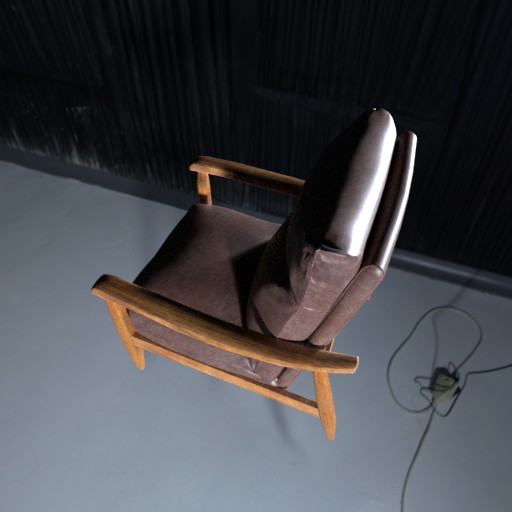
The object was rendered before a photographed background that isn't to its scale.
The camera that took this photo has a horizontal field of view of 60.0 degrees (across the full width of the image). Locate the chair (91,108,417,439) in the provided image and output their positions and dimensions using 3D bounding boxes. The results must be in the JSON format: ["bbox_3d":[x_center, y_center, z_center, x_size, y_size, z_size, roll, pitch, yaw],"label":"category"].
[{"bbox_3d":[0.000,0.000,1.511,0.830,0.897,0.782,16,49,14],"label":"chair"}]
